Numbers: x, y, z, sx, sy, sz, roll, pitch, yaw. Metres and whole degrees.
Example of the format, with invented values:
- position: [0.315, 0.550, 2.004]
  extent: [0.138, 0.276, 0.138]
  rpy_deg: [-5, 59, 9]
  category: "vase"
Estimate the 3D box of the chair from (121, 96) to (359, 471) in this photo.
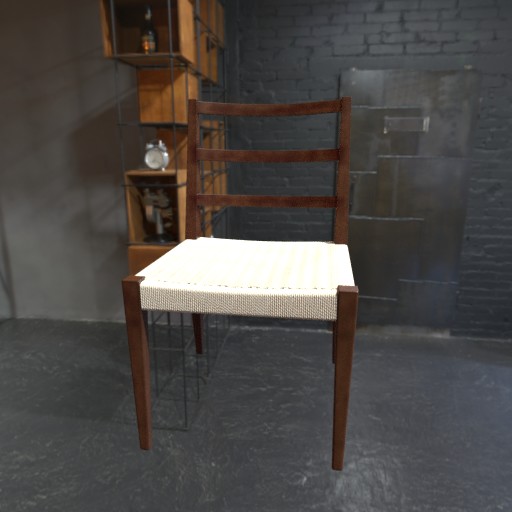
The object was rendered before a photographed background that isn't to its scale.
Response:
- position: [0.000, 0.000, 1.143]
  extent: [0.480, 0.813, 0.551]
  rpy_deg: [2, 14, 8]
  category: "chair"
